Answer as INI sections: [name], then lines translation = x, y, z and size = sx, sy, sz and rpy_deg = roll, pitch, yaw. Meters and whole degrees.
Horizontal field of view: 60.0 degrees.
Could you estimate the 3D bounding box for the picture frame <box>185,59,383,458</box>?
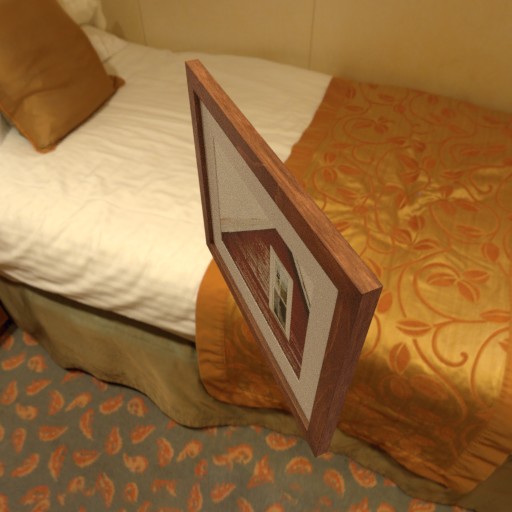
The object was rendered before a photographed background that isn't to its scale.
[picture frame]
translation = 0.000, 0.000, 0.770
size = 0.025, 0.457, 0.559
rpy_deg = -18, 50, -16
